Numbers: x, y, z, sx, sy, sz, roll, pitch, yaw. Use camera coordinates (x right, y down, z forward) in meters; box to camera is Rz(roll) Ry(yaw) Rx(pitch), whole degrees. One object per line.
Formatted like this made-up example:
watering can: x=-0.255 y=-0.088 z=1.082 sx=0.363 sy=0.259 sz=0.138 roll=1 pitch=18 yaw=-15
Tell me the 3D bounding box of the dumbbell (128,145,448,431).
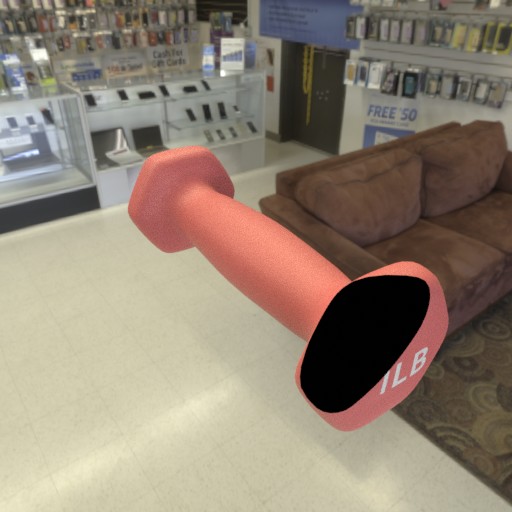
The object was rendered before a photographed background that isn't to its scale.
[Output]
dumbbell: x=0.000 y=0.000 z=0.147 sx=0.047 sy=0.043 sz=0.123 roll=-20 pitch=37 yaw=-29
